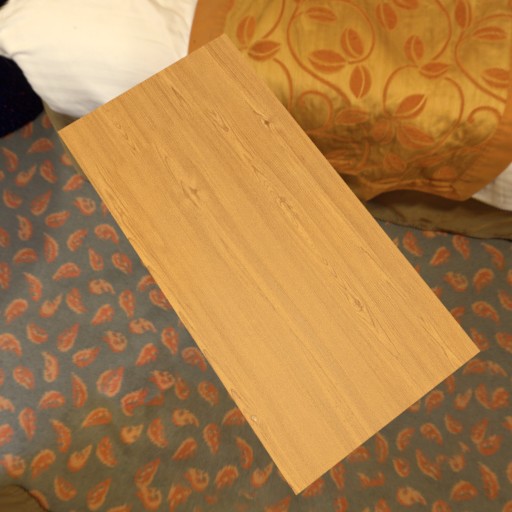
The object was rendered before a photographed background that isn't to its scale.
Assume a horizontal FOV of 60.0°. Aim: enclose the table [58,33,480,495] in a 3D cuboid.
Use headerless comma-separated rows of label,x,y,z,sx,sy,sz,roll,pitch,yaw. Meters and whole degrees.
table,0.000,0.000,2.222,0.901,0.750,1.797,-34,79,-8
